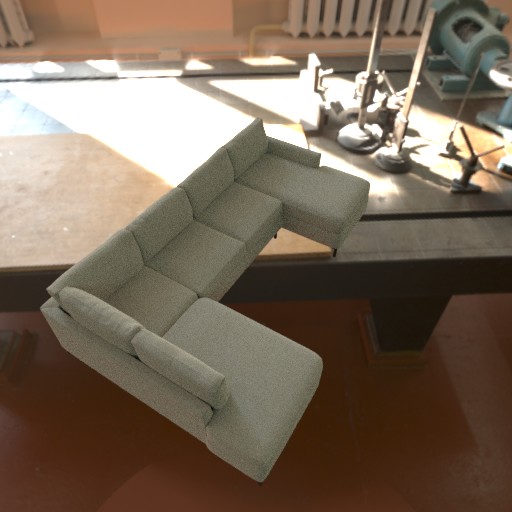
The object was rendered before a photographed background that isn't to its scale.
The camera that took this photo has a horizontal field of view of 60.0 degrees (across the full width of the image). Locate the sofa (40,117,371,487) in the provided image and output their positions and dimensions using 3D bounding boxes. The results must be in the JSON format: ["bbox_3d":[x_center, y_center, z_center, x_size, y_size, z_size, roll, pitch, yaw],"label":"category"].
[{"bbox_3d":[0.000,0.000,3.878,1.989,0.862,2.984,24,52,21],"label":"sofa"}]
